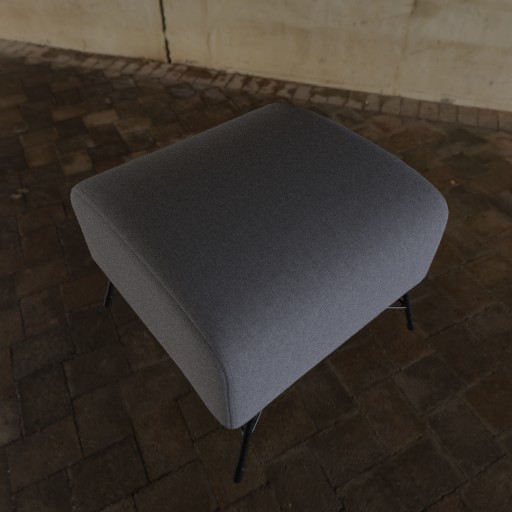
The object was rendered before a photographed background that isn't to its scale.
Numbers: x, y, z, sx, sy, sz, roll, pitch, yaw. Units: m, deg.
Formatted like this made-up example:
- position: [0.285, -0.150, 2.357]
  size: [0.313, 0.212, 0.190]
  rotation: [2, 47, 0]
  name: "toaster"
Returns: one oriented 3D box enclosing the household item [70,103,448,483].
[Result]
- position: [0.000, 0.000, 0.904]
  size: [0.530, 0.410, 0.530]
  rotation: [-31, 54, -26]
  name: "household item"
